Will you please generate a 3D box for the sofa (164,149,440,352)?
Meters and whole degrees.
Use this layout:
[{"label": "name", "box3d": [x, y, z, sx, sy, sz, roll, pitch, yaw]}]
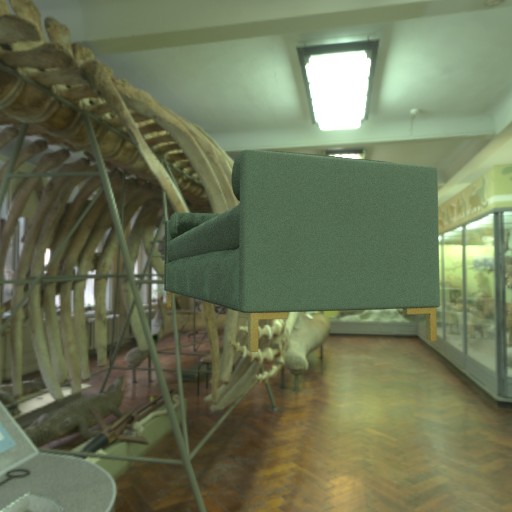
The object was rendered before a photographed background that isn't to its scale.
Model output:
[{"label": "sofa", "box3d": [0.000, 0.000, 2.519, 0.796, 0.705, 2.102, 1, -2, -19]}]
